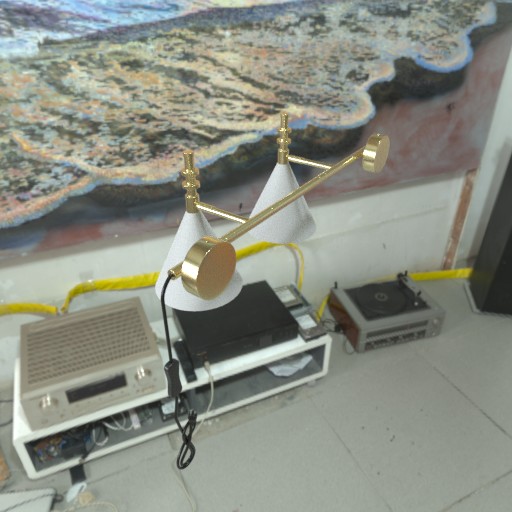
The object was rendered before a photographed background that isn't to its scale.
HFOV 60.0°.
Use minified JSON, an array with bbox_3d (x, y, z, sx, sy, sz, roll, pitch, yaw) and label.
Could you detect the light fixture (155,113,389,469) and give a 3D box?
[{"bbox_3d":[0.000,0.000,0.862,0.239,0.468,0.642,21,38,30],"label":"light fixture"}]
